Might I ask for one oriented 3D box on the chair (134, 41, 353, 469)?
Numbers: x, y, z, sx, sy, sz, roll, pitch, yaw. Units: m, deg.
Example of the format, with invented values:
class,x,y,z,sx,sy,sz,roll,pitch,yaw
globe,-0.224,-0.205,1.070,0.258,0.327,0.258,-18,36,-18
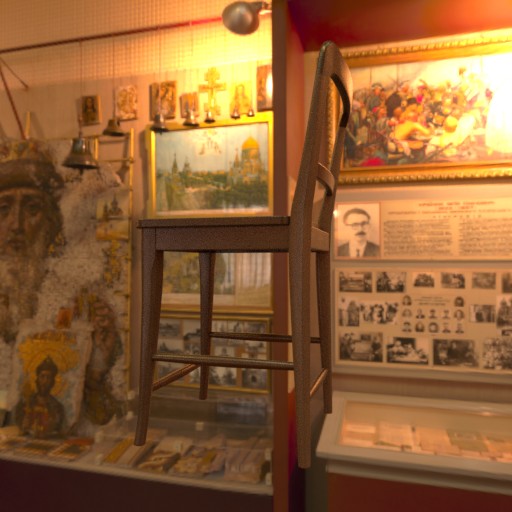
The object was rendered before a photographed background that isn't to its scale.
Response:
class,x,y,z,sx,sy,sz,roll,pitch,yaw
chair,0.000,0.000,1.280,0.546,0.991,0.450,0,-1,17
